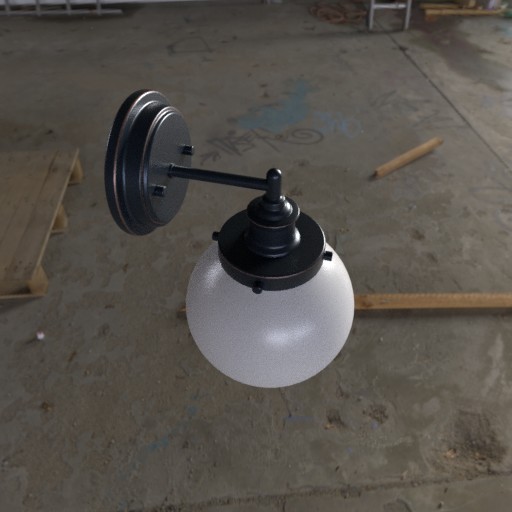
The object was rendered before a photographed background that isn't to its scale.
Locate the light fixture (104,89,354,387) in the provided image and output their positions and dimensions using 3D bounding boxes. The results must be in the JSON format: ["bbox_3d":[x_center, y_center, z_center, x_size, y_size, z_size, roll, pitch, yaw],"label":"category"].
[{"bbox_3d":[0.000,0.000,0.479,0.230,0.332,0.197,10,45,10],"label":"light fixture"}]
